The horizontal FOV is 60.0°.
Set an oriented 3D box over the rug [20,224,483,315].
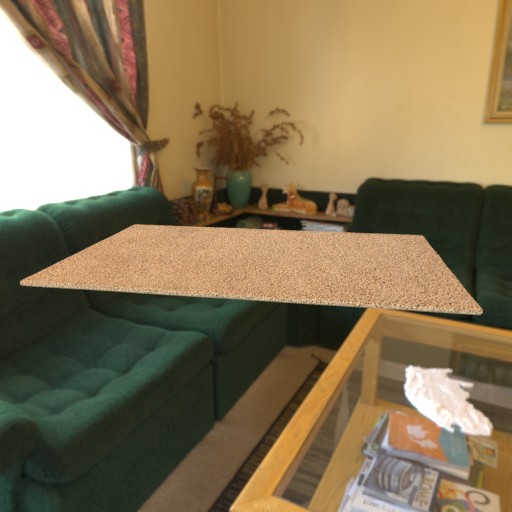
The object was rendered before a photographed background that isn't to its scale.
[{"bbox_3d":[0.000,0.000,3.005,2.438,0.030,1.524,3,17,9],"label":"rug"}]
